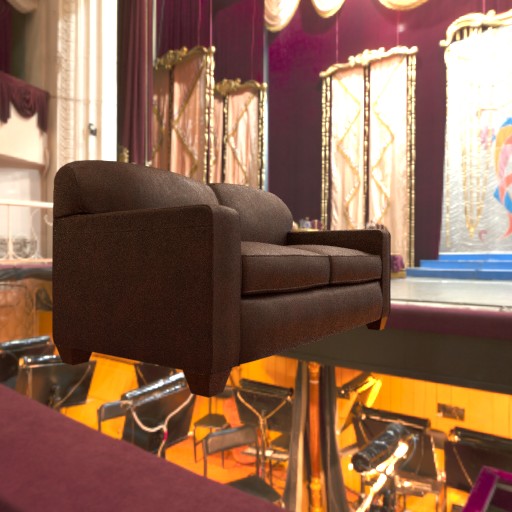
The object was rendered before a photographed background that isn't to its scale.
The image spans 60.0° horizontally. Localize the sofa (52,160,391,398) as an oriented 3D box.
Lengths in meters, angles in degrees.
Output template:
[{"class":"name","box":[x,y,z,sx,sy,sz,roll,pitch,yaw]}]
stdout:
[{"class":"sofa","box":[0.000,0.000,2.474,1.000,0.966,1.856,0,0,35]}]
